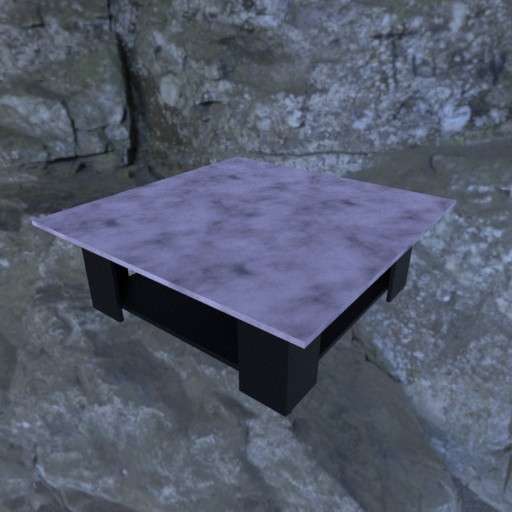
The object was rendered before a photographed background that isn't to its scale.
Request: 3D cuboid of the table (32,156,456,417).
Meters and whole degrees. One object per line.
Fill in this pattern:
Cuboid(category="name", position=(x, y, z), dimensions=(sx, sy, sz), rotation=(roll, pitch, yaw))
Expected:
Cuboid(category="table", position=(0.000, 0.000, 1.374), dimensions=(0.890, 0.305, 0.890), rotation=(19, 33, 33))
